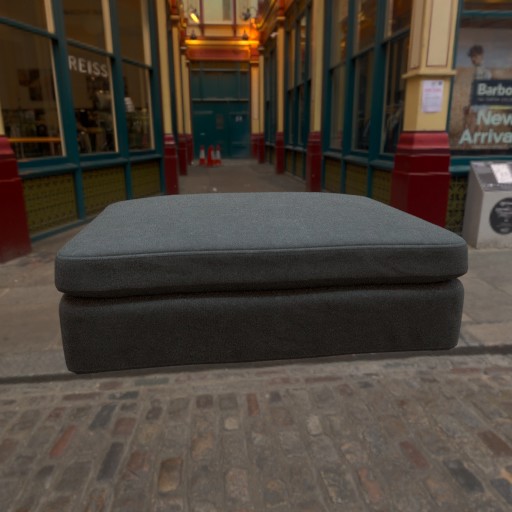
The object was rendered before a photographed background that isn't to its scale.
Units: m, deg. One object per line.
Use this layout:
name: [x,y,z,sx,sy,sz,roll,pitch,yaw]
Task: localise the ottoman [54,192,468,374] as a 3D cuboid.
ottoman: [0.000,0.000,1.626,1.199,0.429,0.840,-2,16,-7]
